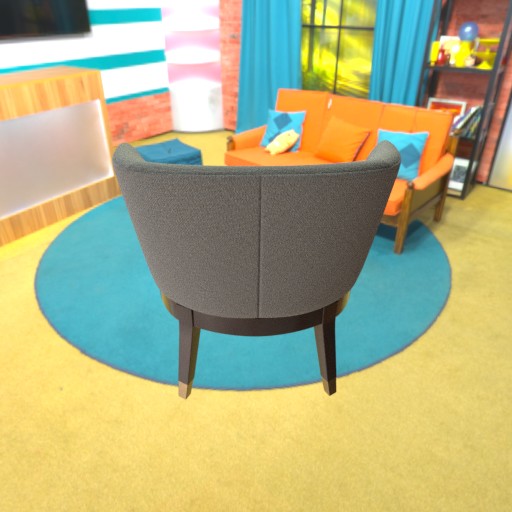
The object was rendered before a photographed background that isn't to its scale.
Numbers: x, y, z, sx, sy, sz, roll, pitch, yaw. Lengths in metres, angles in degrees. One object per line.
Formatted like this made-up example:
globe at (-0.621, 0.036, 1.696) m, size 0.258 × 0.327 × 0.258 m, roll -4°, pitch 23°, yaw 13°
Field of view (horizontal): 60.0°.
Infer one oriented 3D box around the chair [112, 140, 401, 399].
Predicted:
chair at (0.000, 0.000, 1.301) m, size 0.700 × 0.760 × 0.660 m, roll -1°, pitch 31°, yaw -2°
